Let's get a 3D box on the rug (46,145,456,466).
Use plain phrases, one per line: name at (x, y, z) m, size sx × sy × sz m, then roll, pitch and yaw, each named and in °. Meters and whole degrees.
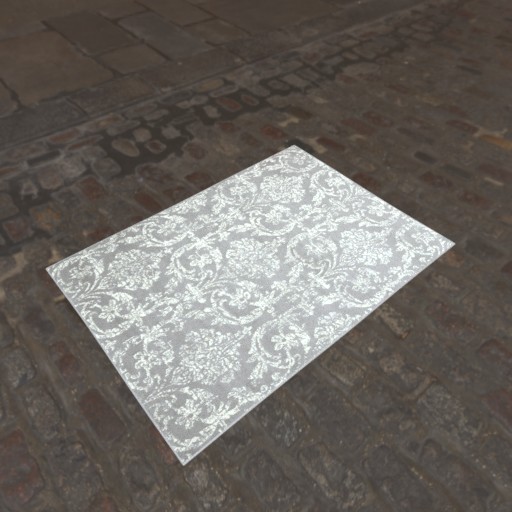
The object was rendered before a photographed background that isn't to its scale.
rug at (0.000, 0.000, 2.920) m, size 2.206 × 0.014 × 1.578 m, roll -32°, pitch 54°, yaw -26°
